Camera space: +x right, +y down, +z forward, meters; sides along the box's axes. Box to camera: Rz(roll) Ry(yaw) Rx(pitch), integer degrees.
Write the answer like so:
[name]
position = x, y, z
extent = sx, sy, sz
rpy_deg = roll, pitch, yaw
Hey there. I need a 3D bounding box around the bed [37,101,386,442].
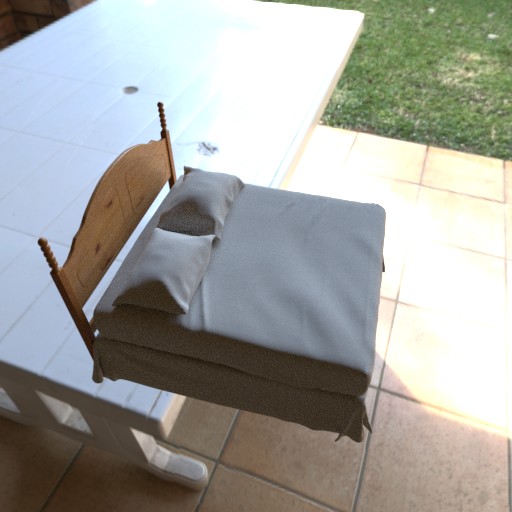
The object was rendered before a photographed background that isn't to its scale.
[bed]
position = 0.000, 0.000, 3.239
extent = 2.040, 1.356, 1.873
rpy_deg = 11, 47, 10
